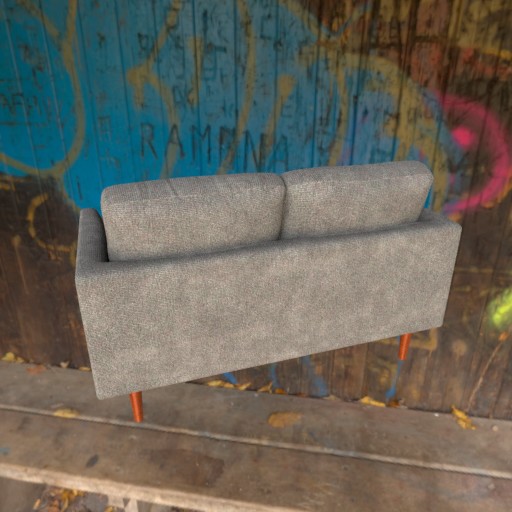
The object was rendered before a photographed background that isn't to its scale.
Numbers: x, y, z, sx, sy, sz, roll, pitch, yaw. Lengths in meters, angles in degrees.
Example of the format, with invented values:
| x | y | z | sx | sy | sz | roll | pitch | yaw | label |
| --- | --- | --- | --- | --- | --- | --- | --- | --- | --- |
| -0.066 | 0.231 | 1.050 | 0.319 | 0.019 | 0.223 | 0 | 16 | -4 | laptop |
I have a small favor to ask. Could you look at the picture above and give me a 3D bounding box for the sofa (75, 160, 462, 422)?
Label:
| x | y | z | sx | sy | sz | roll | pitch | yaw | label |
| --- | --- | --- | --- | --- | --- | --- | --- | --- | --- |
| 0.000 | 0.000 | 2.121 | 1.582 | 0.956 | 0.903 | -8 | 26 | -17 | sofa |
